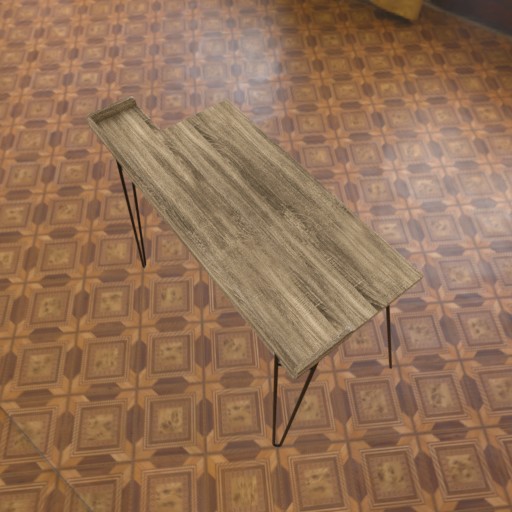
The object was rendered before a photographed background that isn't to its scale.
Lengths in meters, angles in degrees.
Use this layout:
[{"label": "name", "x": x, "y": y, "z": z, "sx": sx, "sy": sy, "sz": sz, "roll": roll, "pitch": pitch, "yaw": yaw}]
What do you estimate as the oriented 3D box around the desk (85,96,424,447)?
[{"label": "desk", "x": 0.000, "y": 0.000, "z": 1.635, "sx": 0.605, "sy": 0.899, "sz": 1.135, "roll": -33, "pitch": 63, "yaw": -19}]
